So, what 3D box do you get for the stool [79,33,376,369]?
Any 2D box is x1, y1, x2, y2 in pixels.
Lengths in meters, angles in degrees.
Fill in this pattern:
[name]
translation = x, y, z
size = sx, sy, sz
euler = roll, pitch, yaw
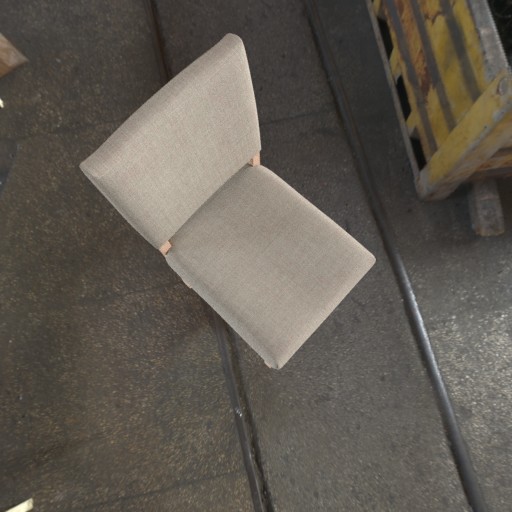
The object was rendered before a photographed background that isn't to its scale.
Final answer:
[stool]
translation = 0.000, 0.000, 1.424
size = 0.585, 1.173, 0.445
euler = 42, 79, 10
